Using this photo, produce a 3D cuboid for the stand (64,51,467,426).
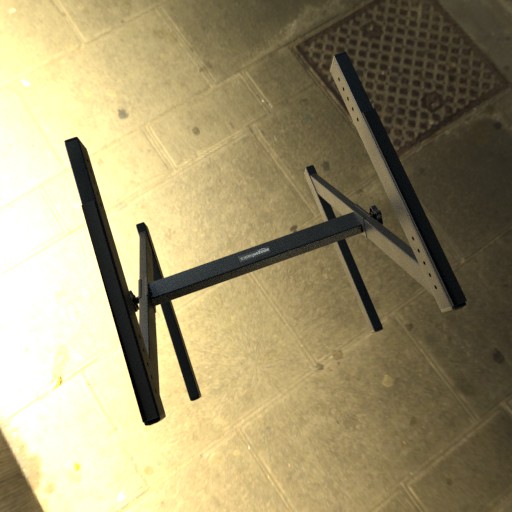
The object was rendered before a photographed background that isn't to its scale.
[{"bbox_3d":[0.000,0.000,1.154,0.700,0.617,0.586,-19,77,-5],"label":"stand"}]
